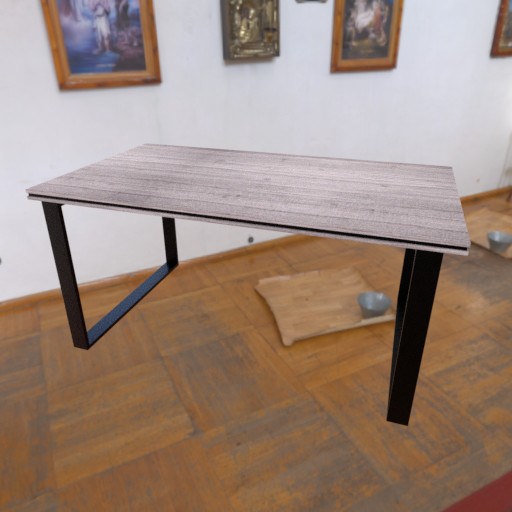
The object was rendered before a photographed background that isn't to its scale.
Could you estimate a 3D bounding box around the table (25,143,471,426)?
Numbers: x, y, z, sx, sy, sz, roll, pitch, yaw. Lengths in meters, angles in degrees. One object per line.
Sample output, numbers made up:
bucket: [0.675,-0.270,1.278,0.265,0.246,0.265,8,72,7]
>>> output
table: [0.000,0.000,2.020,1.579,0.736,0.881,8,27,16]
